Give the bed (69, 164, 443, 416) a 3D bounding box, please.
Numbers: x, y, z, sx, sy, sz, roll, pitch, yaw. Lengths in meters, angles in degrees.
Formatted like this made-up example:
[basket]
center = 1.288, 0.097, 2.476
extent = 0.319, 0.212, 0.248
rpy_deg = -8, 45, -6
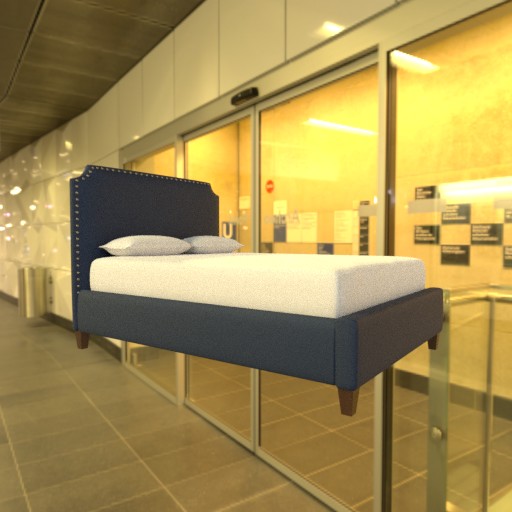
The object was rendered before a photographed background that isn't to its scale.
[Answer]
[bed]
center = 0.000, 0.000, 3.428
extent = 2.372, 1.443, 1.712
rpy_deg = 2, 3, 36
